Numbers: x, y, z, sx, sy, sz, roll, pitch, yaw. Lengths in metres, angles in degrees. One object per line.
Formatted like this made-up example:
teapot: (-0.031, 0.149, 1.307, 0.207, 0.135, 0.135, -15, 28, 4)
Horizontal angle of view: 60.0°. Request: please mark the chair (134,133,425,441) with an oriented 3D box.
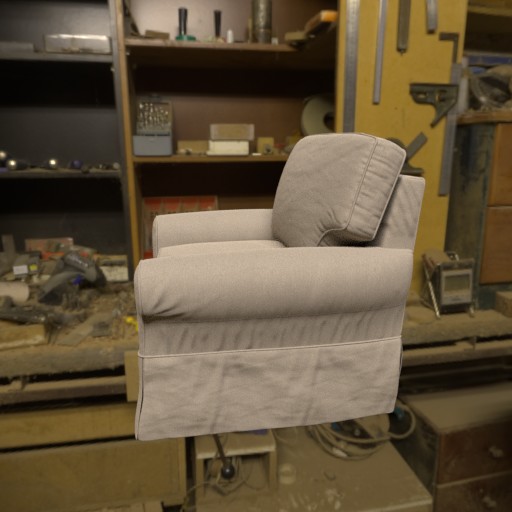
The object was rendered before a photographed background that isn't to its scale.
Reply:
chair: (0.000, 0.000, 1.906, 0.988, 1.017, 1.135, -2, 14, -9)
